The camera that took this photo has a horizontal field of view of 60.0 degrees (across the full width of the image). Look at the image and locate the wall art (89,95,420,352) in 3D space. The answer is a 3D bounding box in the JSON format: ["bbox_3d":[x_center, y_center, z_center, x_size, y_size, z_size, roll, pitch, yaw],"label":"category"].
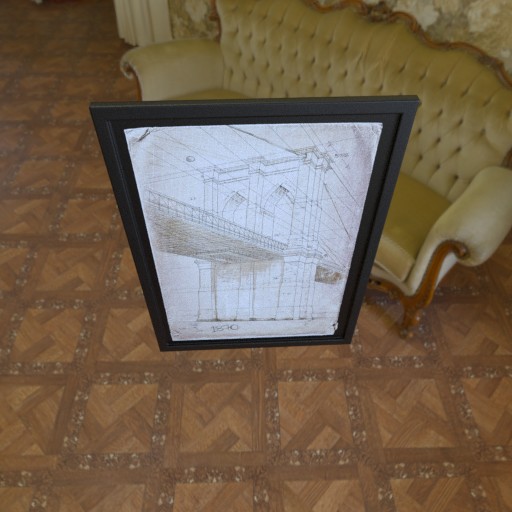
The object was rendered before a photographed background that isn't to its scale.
[{"bbox_3d":[0.000,0.000,0.885,0.480,0.657,0.016,-2,46,-2],"label":"wall art"}]
